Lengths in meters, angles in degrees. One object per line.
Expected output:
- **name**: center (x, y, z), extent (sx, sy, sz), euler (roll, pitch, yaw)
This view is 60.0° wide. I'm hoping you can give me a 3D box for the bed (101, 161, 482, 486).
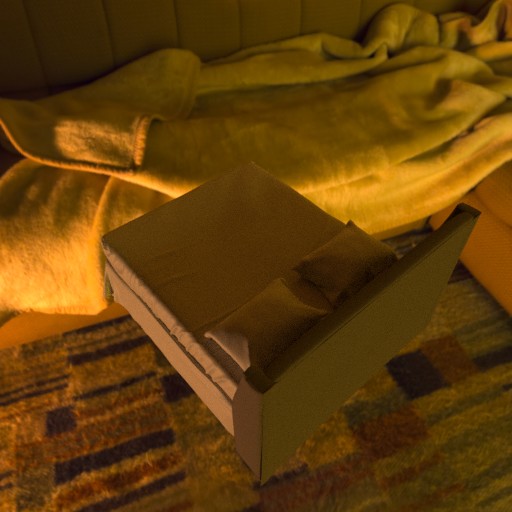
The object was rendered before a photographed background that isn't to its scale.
- **bed**: center (0.000, 0.000, 3.456), extent (1.925, 1.332, 2.276), euler (-32, 54, -27)
